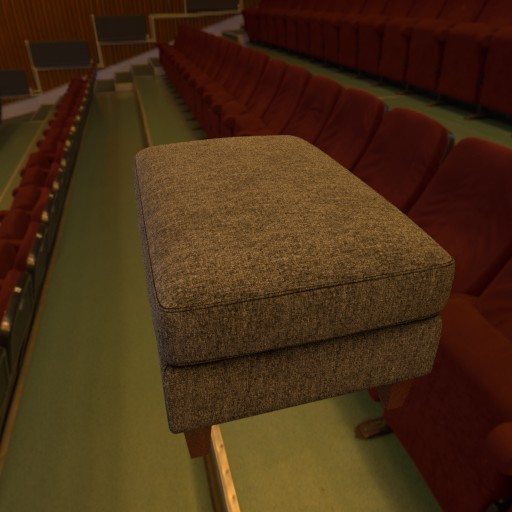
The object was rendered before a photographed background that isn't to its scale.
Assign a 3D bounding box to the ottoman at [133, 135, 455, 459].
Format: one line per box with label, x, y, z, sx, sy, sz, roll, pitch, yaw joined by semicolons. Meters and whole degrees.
ottoman;0.000;0.000;1.198;0.584;0.483;0.864;-8;32;-14
